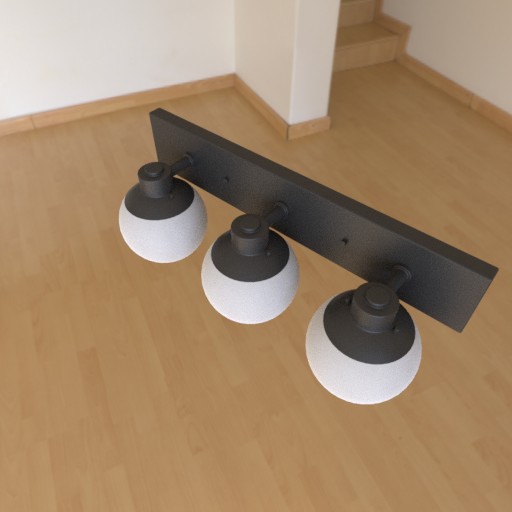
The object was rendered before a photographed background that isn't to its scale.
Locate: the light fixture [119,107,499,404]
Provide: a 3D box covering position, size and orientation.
[{"bbox_3d":[0.000,0.000,0.826,0.721,0.263,0.218,31,54,26],"label":"light fixture"}]
